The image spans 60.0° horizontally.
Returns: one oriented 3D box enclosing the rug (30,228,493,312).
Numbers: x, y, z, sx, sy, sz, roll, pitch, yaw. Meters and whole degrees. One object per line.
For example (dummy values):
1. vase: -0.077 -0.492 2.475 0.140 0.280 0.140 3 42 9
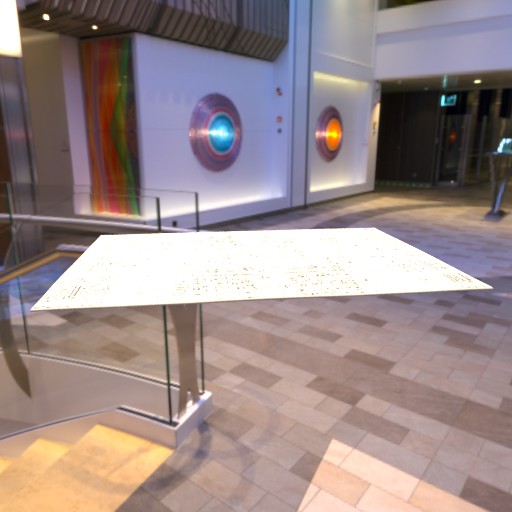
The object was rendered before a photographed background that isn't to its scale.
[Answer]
1. rug: 0.000 0.000 3.103 2.438 0.026 1.706 -2 15 -7
